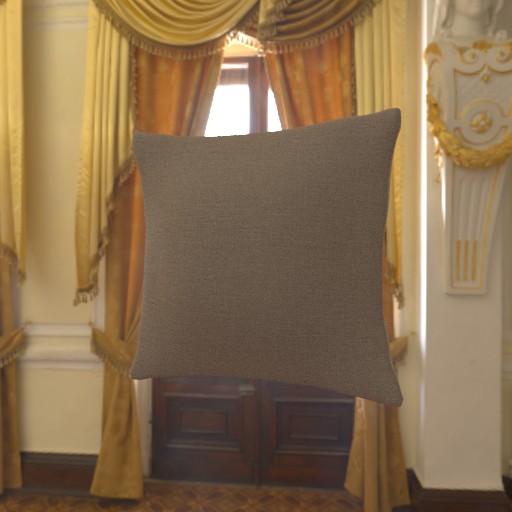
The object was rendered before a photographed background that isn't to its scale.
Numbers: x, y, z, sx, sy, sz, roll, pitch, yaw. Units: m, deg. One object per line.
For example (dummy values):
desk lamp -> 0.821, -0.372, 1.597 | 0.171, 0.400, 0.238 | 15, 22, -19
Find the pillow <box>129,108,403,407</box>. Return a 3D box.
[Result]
pillow -> 0.000, 0.000, 0.689 | 0.435, 0.416, 0.189 | 0, 0, 18
